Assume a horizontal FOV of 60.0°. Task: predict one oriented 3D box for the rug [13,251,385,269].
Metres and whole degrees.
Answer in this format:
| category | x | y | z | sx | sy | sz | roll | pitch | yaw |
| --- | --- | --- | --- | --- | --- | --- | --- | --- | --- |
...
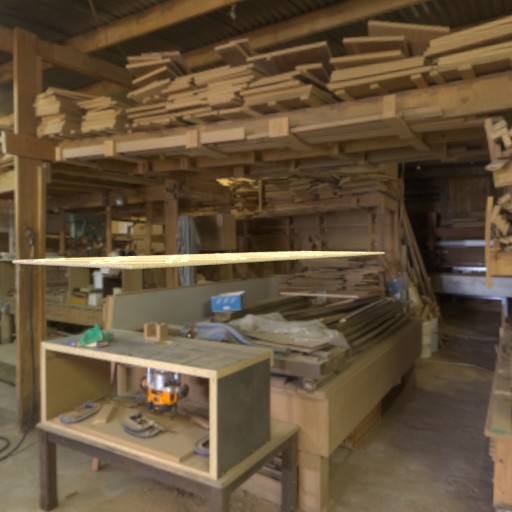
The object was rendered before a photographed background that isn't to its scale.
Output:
| category | x | y | z | sx | sy | sz | roll | pitch | yaw |
| --- | --- | --- | --- | --- | --- | --- | --- | --- | --- |
| rug | 0.000 | 0.000 | 2.418 | 0.678 | 0.014 | 2.276 | 1 | 2 | 34 |
